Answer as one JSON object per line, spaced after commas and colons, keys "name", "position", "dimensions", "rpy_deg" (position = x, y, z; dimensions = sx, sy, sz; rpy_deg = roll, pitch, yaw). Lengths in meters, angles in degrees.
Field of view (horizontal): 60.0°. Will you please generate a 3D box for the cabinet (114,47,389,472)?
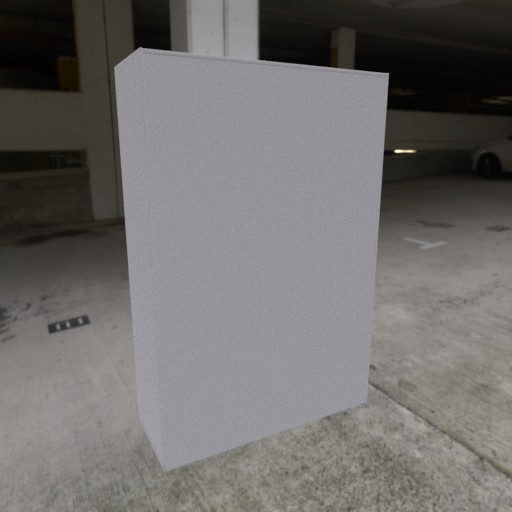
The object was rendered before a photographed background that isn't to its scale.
{"name": "cabinet", "position": [0.000, 0.000, 2.446], "dimensions": [1.290, 1.910, 0.510], "rpy_deg": [-7, 16, -27]}
